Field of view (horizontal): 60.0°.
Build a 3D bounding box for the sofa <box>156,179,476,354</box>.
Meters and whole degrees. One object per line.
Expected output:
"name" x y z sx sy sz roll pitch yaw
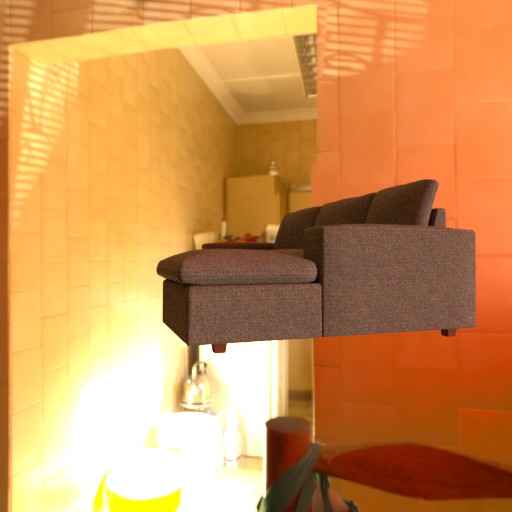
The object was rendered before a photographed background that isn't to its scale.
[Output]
"sofa" 0.000 0.000 3.506 1.689 0.940 2.718 0 -1 -20
